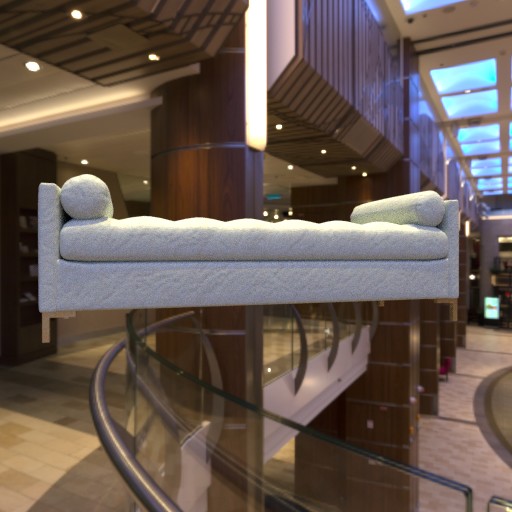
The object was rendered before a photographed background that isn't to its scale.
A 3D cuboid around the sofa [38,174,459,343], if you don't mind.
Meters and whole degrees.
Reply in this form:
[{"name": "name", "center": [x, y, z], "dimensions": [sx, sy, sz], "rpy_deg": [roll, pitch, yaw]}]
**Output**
[{"name": "sofa", "center": [0.000, 0.000, 2.461], "dimensions": [2.102, 0.705, 0.796], "rpy_deg": [0, 0, -17]}]
